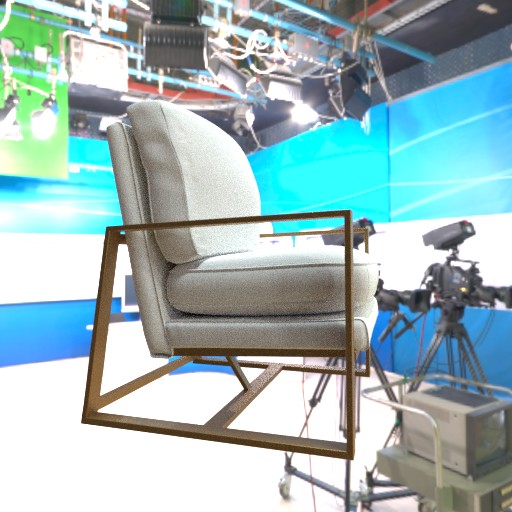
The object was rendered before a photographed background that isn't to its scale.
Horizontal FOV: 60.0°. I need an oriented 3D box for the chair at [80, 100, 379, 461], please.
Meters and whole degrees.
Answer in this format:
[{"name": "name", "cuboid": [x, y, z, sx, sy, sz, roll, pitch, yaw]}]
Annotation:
[{"name": "chair", "cuboid": [0.000, 0.000, 1.538, 0.813, 0.966, 0.805, 0, 0, 17]}]
